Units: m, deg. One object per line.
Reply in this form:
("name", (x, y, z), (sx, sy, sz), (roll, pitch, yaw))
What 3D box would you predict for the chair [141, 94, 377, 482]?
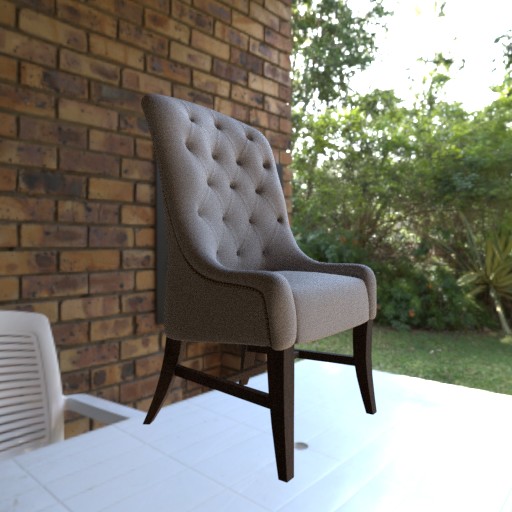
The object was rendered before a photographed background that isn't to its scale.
("chair", (0.000, 0.000, 1.486), (0.629, 1.091, 0.634), (1, 2, 37))
